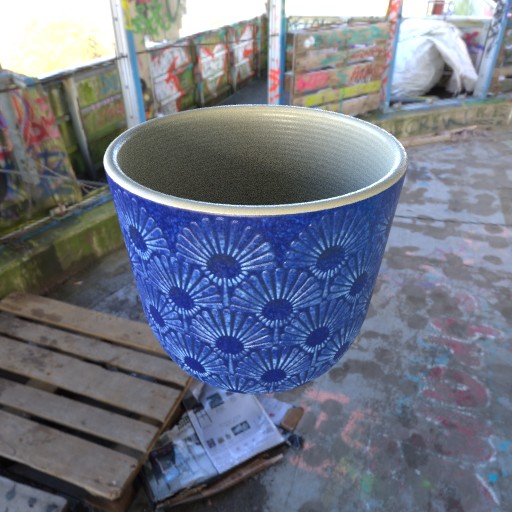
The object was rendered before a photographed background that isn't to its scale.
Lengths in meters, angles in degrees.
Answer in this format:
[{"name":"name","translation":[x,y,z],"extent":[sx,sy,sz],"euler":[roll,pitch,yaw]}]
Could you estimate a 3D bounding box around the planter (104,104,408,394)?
[{"name":"planter","translation":[0.000,0.000,0.363],"extent":[0.206,0.190,0.206],"euler":[0,33,0]}]
